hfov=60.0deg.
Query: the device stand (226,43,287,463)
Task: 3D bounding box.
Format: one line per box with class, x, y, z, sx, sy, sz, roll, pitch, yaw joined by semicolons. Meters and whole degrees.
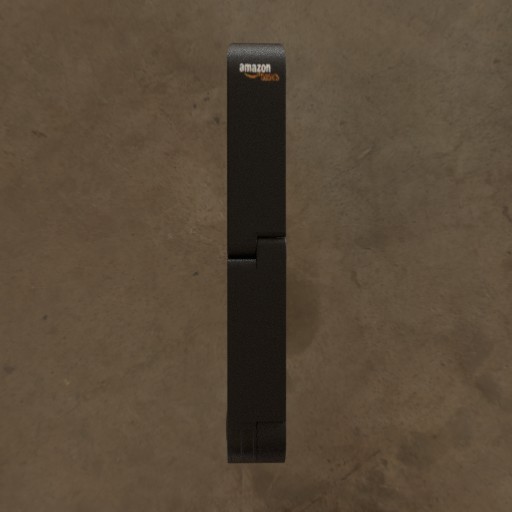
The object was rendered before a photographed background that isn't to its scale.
device stand;0.000;0.000;0.194;0.026;0.030;0.179;0;91;-1
